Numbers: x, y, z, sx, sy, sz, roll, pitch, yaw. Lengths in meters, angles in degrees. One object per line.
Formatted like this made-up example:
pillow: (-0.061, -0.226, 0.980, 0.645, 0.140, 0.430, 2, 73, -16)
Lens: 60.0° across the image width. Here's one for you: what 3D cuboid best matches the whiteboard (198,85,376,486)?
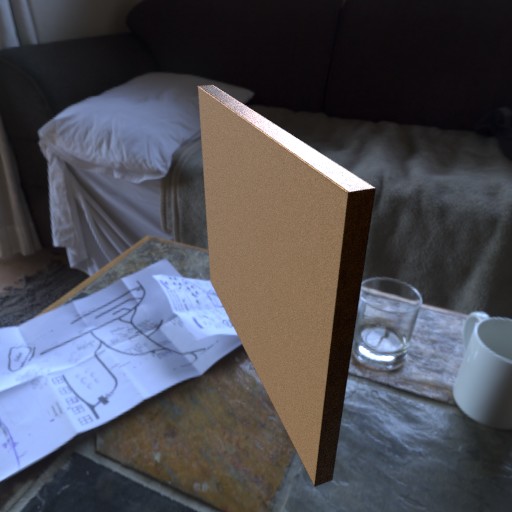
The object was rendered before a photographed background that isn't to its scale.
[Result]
whiteboard: (0.000, 0.000, 0.753, 0.029, 0.457, 0.561, -11, 33, -18)
